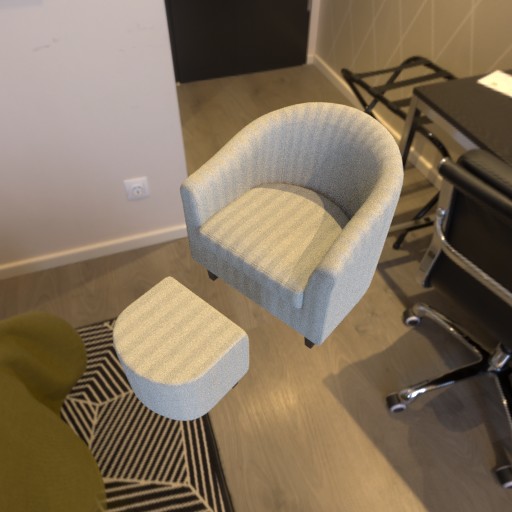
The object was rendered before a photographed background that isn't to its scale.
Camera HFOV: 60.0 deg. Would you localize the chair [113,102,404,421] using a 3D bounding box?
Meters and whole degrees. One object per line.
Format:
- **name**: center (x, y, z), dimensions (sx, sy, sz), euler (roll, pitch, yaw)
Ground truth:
- **chair**: center (0.000, 0.000, 1.772), dimensions (0.756, 0.757, 1.288), euler (32, 55, 26)
